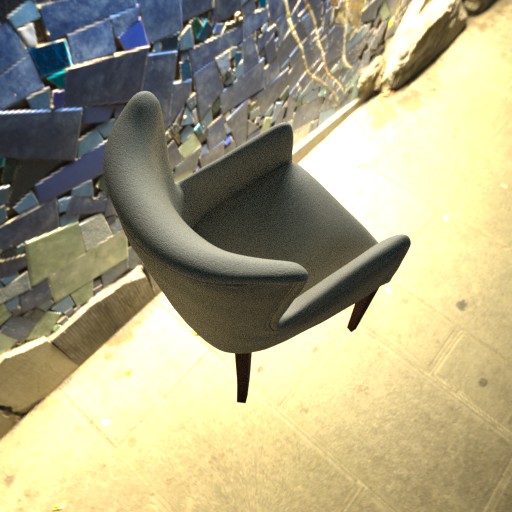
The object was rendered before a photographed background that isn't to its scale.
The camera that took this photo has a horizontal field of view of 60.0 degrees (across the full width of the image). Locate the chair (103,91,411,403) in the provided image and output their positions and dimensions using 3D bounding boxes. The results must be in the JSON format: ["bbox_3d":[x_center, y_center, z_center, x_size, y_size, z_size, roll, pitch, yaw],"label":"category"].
[{"bbox_3d":[0.000,0.000,1.408,0.686,0.952,0.660,-30,63,-17],"label":"chair"}]
